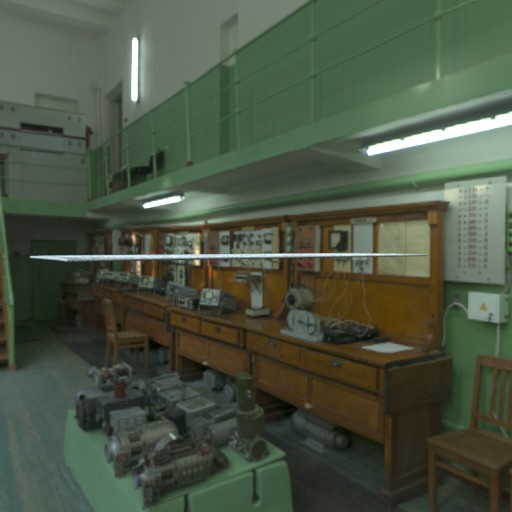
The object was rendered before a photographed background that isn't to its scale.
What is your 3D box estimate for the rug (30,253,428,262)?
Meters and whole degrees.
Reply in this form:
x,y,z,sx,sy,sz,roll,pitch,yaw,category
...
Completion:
x,y,z,sx,sy,sz,roll,pitch,yaw,category
0.000,0.000,2.787,2.452,0.017,0.855,-1,1,-37,rug
